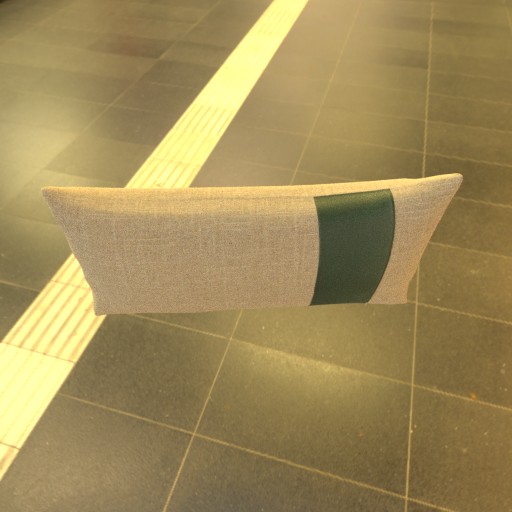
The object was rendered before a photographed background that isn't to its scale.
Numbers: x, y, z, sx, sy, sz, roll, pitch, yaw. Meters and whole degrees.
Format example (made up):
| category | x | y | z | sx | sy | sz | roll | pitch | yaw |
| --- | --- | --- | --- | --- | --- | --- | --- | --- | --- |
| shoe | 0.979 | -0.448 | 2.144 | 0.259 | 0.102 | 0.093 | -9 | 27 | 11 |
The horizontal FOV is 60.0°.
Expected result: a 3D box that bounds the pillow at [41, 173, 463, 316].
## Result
| category | x | y | z | sx | sy | sz | roll | pitch | yaw |
| --- | --- | --- | --- | --- | --- | --- | --- | --- | --- |
| pillow | 0.000 | 0.000 | 1.048 | 0.859 | 0.429 | 0.197 | -2 | 46 | -2 |
